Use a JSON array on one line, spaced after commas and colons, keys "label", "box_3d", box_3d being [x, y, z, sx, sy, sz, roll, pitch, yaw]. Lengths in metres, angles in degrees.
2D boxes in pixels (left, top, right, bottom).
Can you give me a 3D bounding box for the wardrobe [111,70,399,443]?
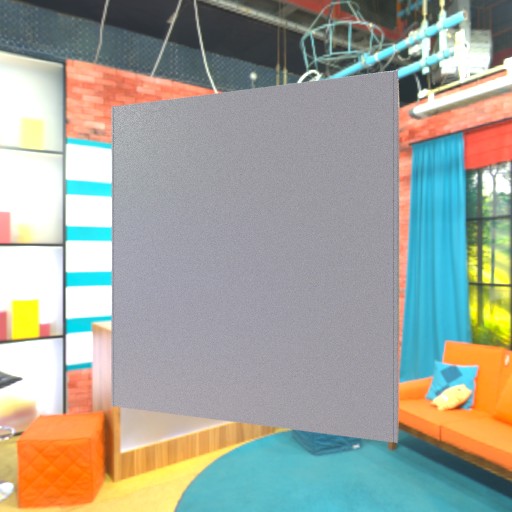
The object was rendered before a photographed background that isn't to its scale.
[{"label": "wardrobe", "box_3d": [0.000, 0.000, 2.903, 1.780, 1.960, 0.629, 0, 0, 19]}]
